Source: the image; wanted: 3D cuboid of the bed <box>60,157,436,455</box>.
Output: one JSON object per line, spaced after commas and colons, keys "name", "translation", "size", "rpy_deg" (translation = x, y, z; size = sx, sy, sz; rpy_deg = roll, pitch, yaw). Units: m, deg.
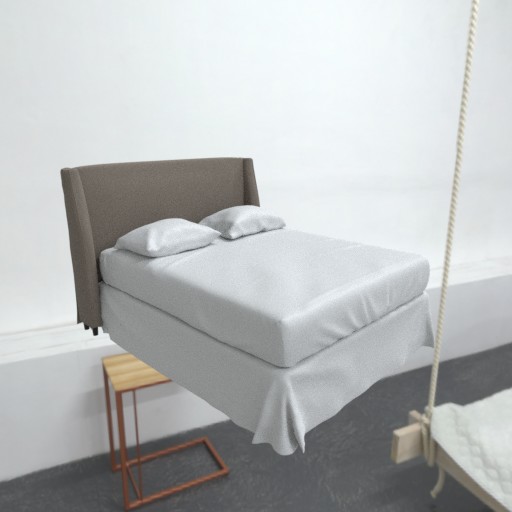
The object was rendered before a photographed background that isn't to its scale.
{"name": "bed", "translation": [0.000, 0.000, 3.370], "size": [2.276, 1.332, 1.925], "rpy_deg": [15, 22, 43]}
